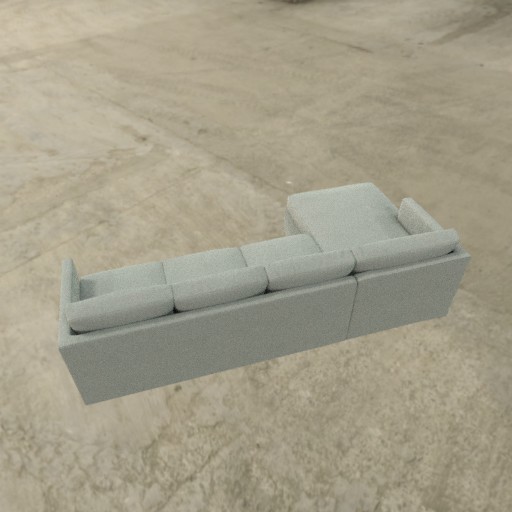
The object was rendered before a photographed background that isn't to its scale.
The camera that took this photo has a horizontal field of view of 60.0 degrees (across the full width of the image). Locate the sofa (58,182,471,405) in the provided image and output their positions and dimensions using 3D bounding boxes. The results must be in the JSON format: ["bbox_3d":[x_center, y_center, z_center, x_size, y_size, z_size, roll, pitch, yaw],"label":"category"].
[{"bbox_3d":[0.000,0.000,3.996,3.205,0.922,1.650,-11,42,-13],"label":"sofa"}]
